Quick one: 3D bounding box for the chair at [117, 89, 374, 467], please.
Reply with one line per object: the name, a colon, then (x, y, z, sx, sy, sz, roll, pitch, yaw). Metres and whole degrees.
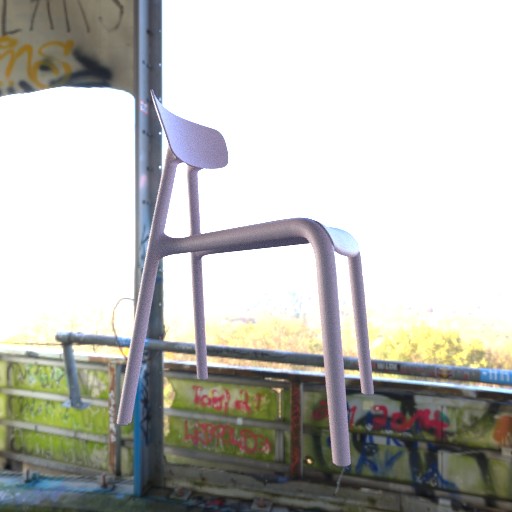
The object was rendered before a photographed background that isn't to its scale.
chair: (0.000, 0.000, 0.838, 0.401, 0.580, 0.356, 0, 0, 20)
